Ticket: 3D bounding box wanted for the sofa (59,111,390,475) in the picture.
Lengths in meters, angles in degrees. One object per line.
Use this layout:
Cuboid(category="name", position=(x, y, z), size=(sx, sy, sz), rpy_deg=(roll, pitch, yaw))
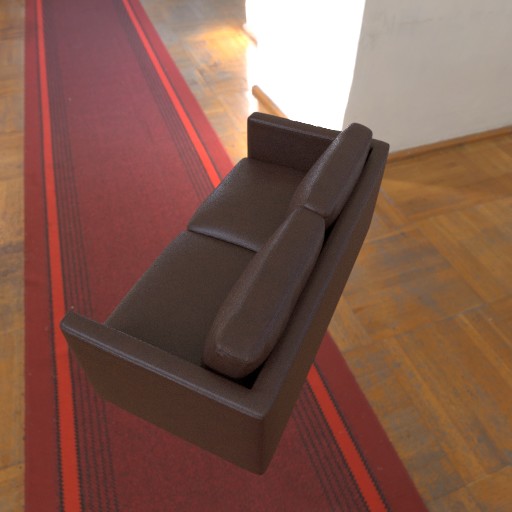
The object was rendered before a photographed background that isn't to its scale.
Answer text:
Cuboid(category="sofa", position=(0.000, 0.000, 2.427), size=(0.951, 0.933, 1.883), rpy_deg=(19, 50, 17))
